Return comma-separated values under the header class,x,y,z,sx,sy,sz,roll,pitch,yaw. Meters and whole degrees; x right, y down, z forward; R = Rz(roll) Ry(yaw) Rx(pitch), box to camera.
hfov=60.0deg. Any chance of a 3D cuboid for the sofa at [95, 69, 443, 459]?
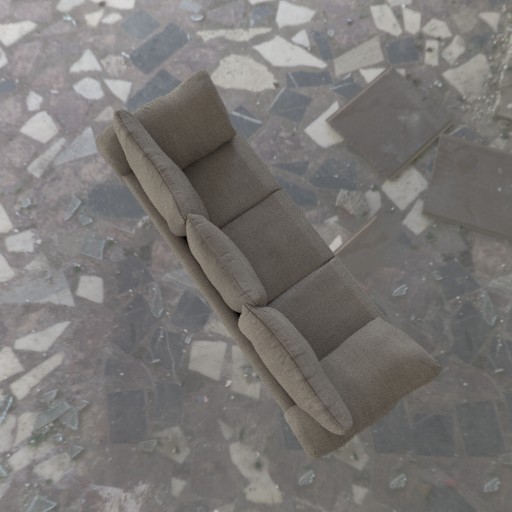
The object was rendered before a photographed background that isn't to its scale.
class,x,y,z,sx,sy,sz,roll,pitch,yaw
sofa,0.000,0.000,2.820,0.878,0.996,2.334,-35,78,-9
